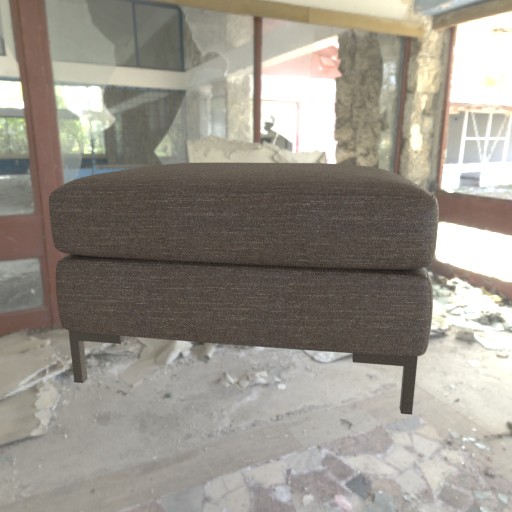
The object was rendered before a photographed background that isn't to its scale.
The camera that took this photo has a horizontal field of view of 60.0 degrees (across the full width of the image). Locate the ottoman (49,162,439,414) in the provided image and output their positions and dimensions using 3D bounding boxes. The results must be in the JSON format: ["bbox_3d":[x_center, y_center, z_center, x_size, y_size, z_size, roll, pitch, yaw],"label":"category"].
[{"bbox_3d":[0.000,0.000,1.213,0.820,0.490,0.671,2,14,9],"label":"ottoman"}]
